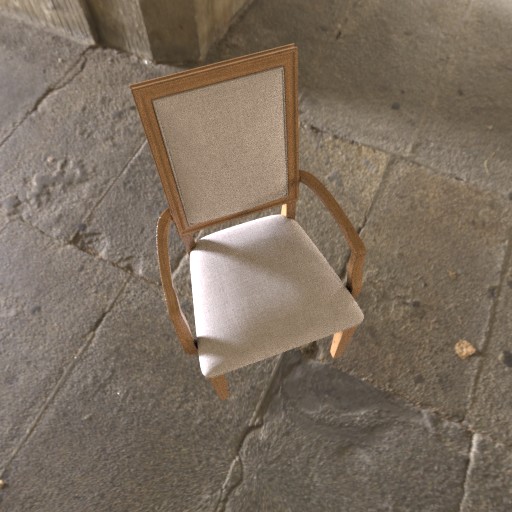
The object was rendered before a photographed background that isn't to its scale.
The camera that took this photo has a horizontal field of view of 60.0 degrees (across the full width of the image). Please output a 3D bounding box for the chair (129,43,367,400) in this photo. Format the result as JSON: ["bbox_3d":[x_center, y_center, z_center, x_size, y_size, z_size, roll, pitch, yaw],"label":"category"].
[{"bbox_3d":[0.000,0.000,1.392,0.606,0.990,0.602,-18,66,-9],"label":"chair"}]
